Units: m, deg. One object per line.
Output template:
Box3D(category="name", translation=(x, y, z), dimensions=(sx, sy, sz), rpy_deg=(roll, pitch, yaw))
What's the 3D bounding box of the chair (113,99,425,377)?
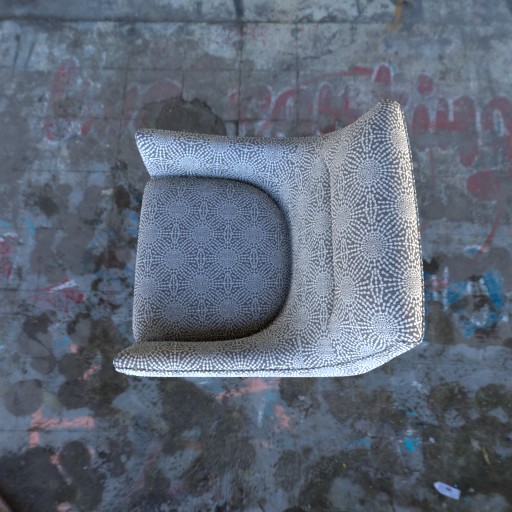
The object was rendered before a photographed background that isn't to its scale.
Box3D(category="chair", translation=(0.000, 0.000, 1.443), dimensions=(0.787, 0.838, 0.762), rpy_deg=(0, 74, 0))
